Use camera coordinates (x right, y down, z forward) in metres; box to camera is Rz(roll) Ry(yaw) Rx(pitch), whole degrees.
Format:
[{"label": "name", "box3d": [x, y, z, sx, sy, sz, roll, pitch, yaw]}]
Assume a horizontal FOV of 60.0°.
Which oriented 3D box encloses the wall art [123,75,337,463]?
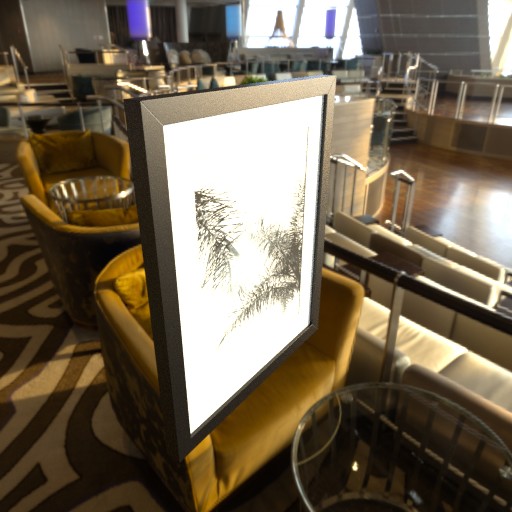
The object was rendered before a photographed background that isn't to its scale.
[{"label": "wall art", "box3d": [0.000, 0.000, 0.768, 0.028, 0.557, 0.457, 18, 31, 32]}]
